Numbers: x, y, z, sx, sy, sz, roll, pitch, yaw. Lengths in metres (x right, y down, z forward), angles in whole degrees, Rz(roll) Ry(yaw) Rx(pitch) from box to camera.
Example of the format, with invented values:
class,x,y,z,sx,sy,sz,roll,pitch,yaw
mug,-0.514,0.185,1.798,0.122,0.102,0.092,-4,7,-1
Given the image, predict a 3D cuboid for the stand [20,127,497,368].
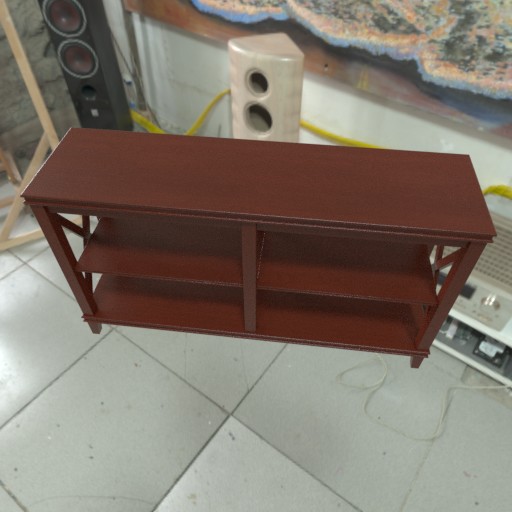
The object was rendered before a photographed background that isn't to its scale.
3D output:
class,x,y,z,sx,sy,sz,roll,pitch,yaw
stand,0.000,0.000,1.670,1.372,0.762,0.381,5,48,5
